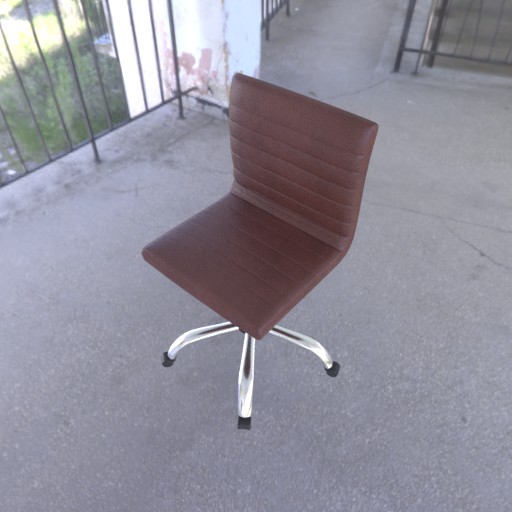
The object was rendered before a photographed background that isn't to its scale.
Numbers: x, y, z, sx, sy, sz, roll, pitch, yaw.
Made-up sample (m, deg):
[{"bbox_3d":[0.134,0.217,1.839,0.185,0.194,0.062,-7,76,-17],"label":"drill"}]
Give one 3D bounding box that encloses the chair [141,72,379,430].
[{"bbox_3d":[0.000,0.000,1.171,0.556,0.780,0.530,31,53,27],"label":"chair"}]
